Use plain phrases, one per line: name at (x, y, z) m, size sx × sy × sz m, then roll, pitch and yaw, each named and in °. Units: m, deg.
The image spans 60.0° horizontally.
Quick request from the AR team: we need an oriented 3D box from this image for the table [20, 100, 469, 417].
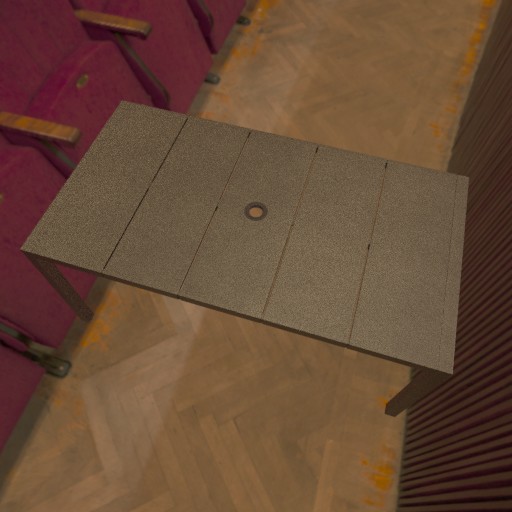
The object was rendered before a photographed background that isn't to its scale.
table at (0.000, 0.000, 2.166) m, size 1.680 × 0.735 × 0.914 m, roll 15°, pitch 60°, yaw 9°
